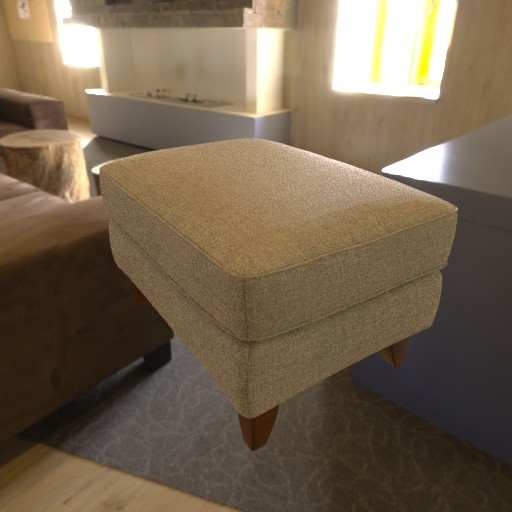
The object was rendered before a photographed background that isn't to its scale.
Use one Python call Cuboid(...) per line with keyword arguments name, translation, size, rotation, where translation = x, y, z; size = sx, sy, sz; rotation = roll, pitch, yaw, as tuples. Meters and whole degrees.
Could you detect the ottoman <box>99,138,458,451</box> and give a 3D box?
Cuboid(name="ottoman", translation=(0.000, 0.000, 1.329), size=(0.661, 0.561, 0.889), rotation=(-17, 32, -30))
